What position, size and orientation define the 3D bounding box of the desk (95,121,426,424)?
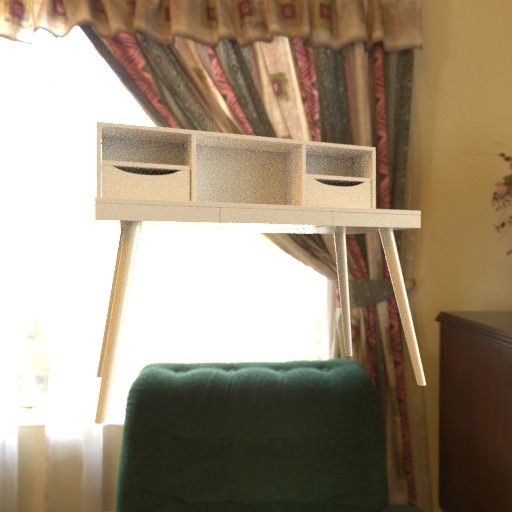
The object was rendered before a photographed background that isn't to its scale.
[{"bbox_3d":[0.000,0.000,1.763,1.199,0.990,0.559,0,0,-19],"label":"desk"}]
